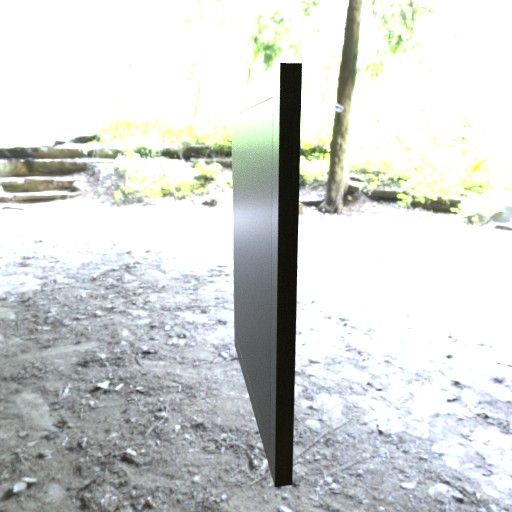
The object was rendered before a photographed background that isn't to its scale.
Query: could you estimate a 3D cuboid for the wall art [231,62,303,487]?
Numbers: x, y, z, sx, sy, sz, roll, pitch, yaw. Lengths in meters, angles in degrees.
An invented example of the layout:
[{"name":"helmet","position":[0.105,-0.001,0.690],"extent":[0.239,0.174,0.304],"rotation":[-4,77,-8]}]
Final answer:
[{"name":"wall art","position":[0.000,0.000,0.810],"extent":[0.027,0.580,0.479],"rotation":[-2,15,-9]}]
